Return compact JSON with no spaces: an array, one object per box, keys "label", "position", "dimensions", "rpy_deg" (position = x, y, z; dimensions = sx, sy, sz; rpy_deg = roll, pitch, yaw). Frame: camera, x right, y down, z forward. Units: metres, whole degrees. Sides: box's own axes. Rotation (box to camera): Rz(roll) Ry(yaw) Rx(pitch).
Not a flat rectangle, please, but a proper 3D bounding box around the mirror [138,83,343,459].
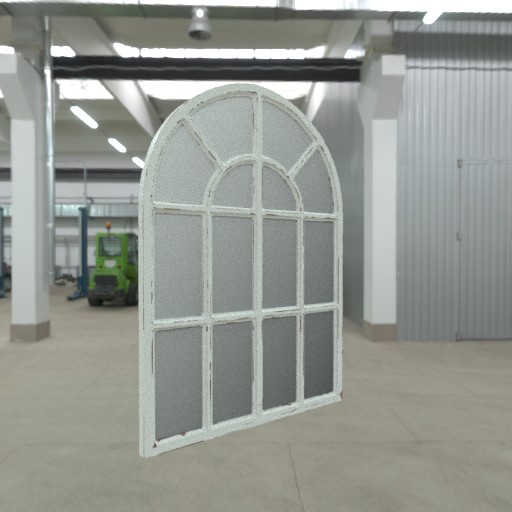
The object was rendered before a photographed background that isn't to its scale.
[{"label":"mirror","position":[0.000,0.000,1.214],"dimensions":[0.660,0.920,0.032],"rpy_deg":[-1,1,-37]}]
